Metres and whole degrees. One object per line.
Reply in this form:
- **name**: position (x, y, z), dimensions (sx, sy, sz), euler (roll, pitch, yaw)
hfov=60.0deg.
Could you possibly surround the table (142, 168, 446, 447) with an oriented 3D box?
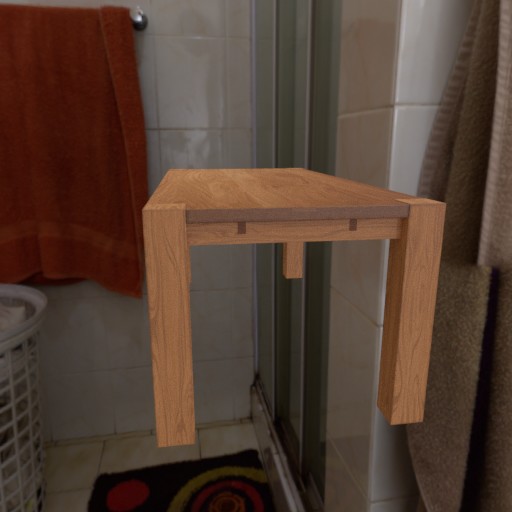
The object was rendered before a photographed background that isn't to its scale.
- **table**: position (0.000, 0.000, 2.235), dimensions (0.900, 0.760, 1.800), euler (-2, 15, -8)
